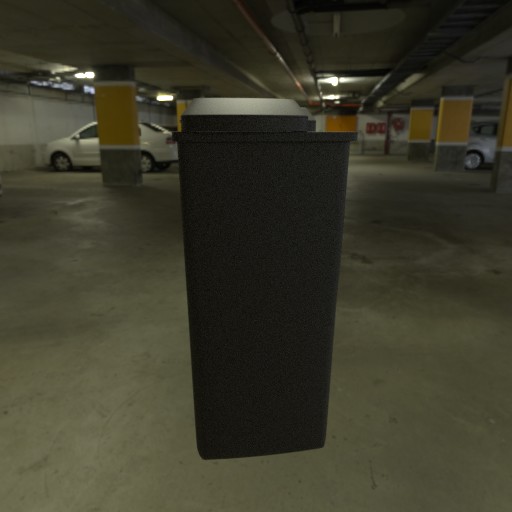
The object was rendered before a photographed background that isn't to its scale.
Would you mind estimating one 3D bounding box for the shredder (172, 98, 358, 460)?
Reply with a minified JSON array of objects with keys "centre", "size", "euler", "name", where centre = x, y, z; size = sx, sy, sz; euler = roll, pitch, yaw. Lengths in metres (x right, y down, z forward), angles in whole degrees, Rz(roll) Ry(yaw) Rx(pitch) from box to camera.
[{"centre":[0.000,0.000,0.515],"size":[0.170,0.335,0.320],"euler":[-2,15,-8],"name":"shredder"}]
